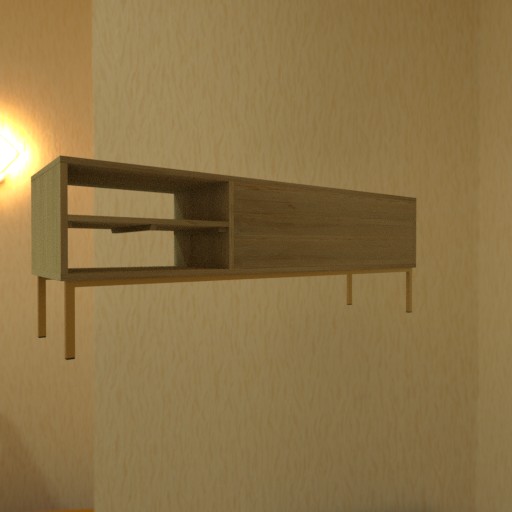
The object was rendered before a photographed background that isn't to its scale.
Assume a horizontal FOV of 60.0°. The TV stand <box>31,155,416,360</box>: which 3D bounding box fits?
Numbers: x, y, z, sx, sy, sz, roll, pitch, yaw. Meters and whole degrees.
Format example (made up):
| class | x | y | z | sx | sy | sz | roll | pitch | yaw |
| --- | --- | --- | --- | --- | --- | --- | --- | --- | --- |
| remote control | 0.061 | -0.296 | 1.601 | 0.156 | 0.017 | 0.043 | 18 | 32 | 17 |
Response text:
| class | x | y | z | sx | sy | sz | roll | pitch | yaw |
| --- | --- | --- | --- | --- | --- | --- | --- | --- | --- |
| TV stand | 0.000 | 0.000 | 1.822 | 1.600 | 0.550 | 0.420 | -1 | 1 | -36 |
